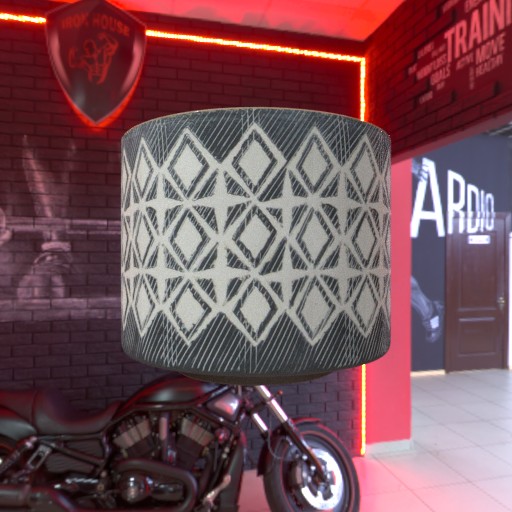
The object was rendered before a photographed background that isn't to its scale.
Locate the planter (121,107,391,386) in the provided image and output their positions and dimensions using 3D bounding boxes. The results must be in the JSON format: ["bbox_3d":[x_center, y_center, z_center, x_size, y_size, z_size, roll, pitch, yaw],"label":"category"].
[{"bbox_3d":[0.000,0.000,0.217,0.126,0.104,0.126,0,0,0],"label":"planter"}]
